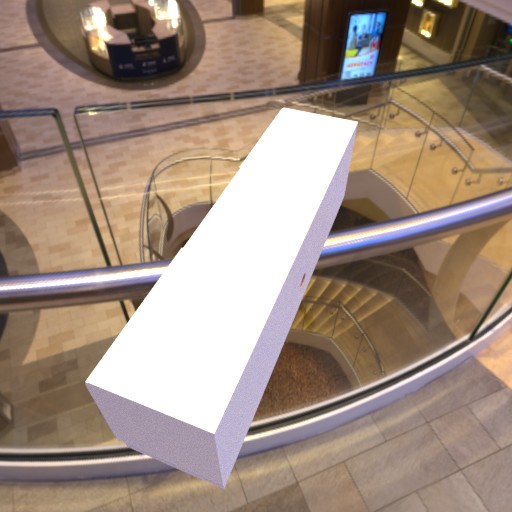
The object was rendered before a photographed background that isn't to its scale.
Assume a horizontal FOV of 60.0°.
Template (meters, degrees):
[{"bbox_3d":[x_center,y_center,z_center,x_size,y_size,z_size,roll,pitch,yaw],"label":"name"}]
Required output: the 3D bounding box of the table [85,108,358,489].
[{"bbox_3d":[0.000,0.000,1.762,0.400,0.440,1.550,16,48,15],"label":"table"}]
